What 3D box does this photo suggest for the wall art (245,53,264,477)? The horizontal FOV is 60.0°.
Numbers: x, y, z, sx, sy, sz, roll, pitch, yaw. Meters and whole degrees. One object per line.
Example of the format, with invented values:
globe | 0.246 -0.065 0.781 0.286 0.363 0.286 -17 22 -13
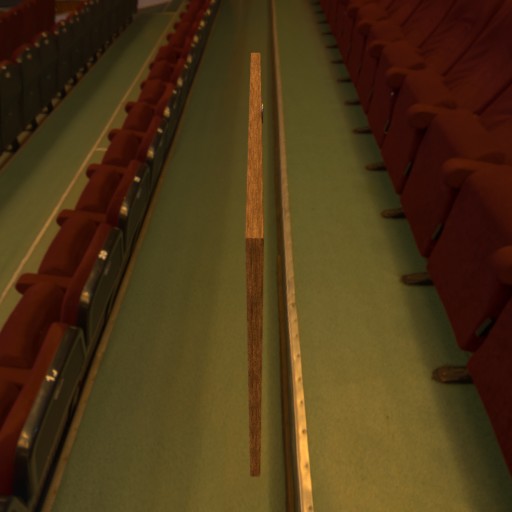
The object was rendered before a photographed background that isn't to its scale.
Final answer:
wall art | 0.000 0.000 0.823 0.021 0.576 0.561 0 42 0
